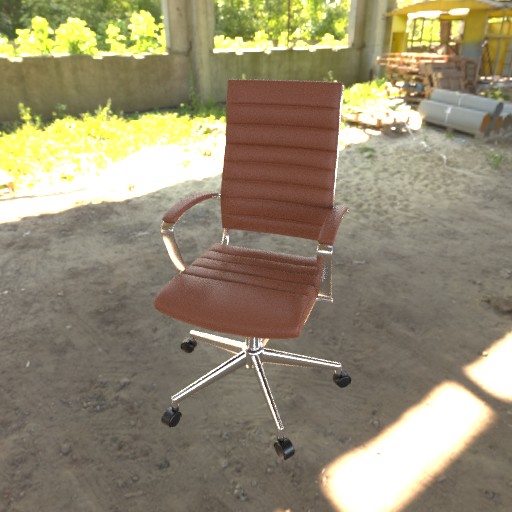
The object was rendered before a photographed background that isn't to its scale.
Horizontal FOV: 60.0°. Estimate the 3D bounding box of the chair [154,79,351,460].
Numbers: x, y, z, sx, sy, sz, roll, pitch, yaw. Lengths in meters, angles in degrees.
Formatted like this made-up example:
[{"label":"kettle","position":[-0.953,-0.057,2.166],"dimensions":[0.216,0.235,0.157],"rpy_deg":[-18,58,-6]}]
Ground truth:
[{"label":"chair","position":[0.000,0.000,1.616],"dimensions":[0.766,1.149,0.739],"rpy_deg":[9,27,17]}]
